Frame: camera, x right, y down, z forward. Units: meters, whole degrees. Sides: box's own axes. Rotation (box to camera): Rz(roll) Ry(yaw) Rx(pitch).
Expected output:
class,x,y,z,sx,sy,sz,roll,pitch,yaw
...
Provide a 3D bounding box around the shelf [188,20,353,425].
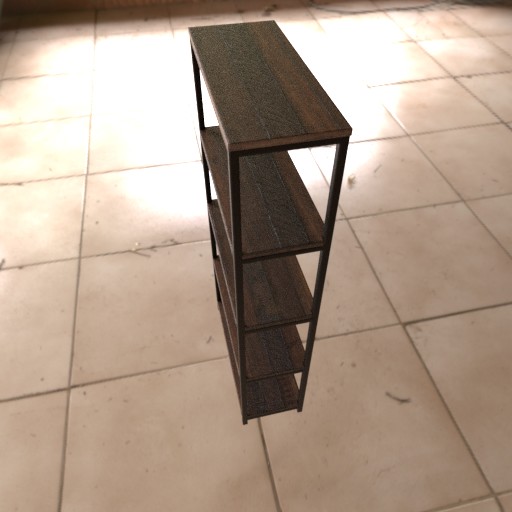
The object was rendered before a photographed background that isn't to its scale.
class,x,y,z,sx,sy,sz,roll,pitch,yaw
shelf,0.000,0.000,2.193,0.359,1.860,0.874,-10,47,-9
